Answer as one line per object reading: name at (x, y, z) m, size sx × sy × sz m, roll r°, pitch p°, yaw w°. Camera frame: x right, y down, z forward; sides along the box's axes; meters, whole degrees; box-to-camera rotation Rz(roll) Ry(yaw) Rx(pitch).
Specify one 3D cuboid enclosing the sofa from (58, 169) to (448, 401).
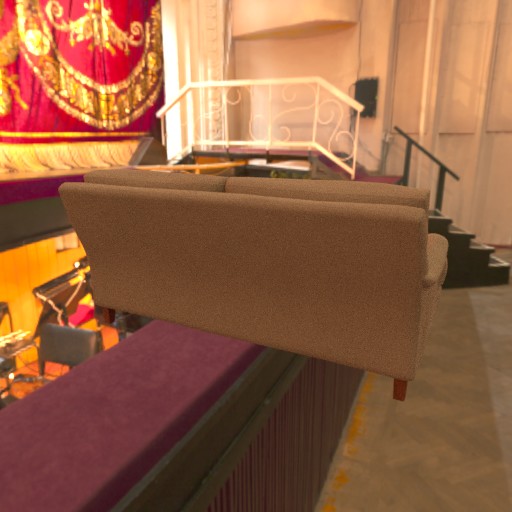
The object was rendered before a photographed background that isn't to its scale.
sofa at (0.000, 0.000, 2.644) m, size 2.070 × 0.997 × 1.091 m, roll 8°, pitch 17°, yaw 27°
